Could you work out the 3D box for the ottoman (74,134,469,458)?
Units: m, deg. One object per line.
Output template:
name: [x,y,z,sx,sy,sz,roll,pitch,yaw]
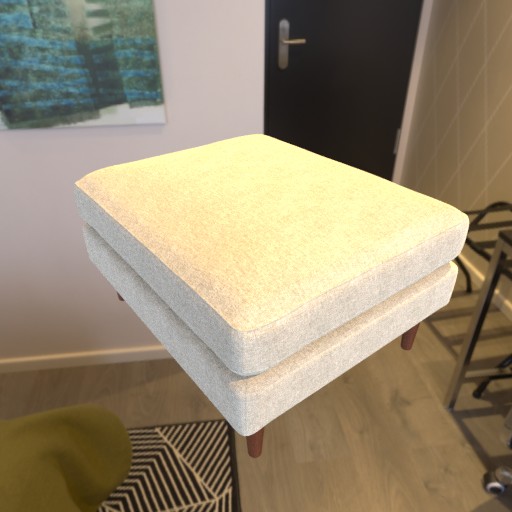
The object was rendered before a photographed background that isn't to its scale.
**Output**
ottoman: [0.000,0.000,1.234,0.693,0.474,0.821,-22,38,-31]
